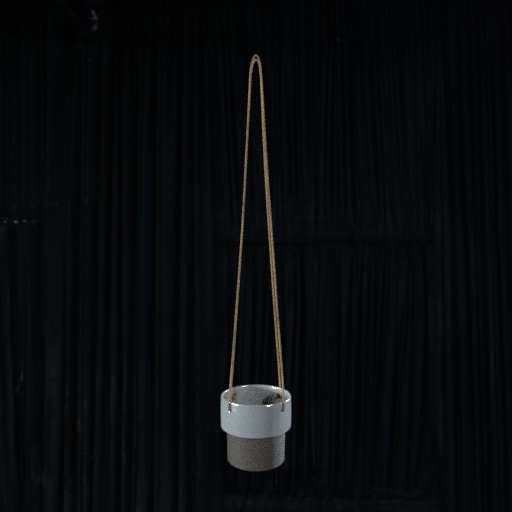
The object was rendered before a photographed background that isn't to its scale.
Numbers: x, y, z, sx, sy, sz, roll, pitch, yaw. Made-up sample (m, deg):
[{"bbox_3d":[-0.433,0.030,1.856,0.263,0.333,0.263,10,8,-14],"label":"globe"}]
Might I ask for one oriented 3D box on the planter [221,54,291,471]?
[{"bbox_3d":[0.000,0.000,1.182,0.187,1.073,0.187,0,-1,-1],"label":"planter"}]
